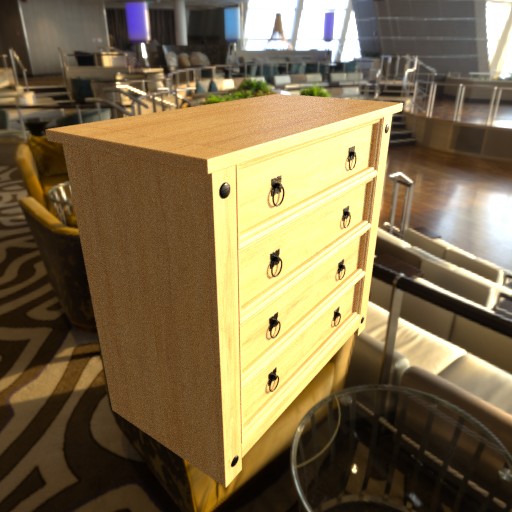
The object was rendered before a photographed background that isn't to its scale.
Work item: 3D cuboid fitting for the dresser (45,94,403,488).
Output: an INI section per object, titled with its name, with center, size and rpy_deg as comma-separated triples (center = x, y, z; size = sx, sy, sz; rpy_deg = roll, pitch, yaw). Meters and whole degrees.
[dresser]
center = 0.000, 0.000, 1.184
size = 0.410, 0.730, 0.800
rpy_deg = 18, 31, 32
